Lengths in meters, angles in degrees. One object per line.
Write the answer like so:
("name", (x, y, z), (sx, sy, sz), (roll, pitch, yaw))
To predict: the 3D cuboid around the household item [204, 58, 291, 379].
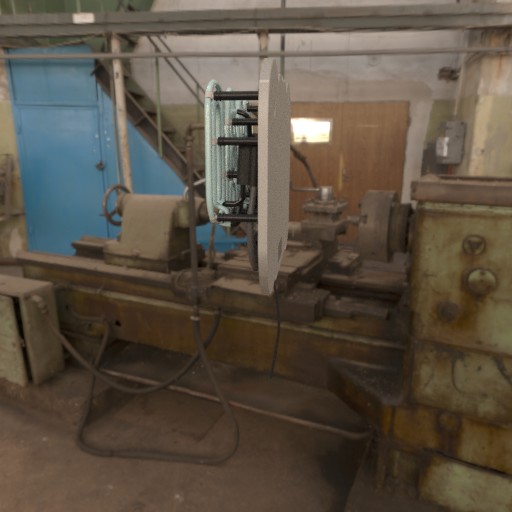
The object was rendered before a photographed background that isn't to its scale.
("household item", (0.000, 0.000, 0.384), (0.042, 0.294, 0.211), (2, 15, 8))
